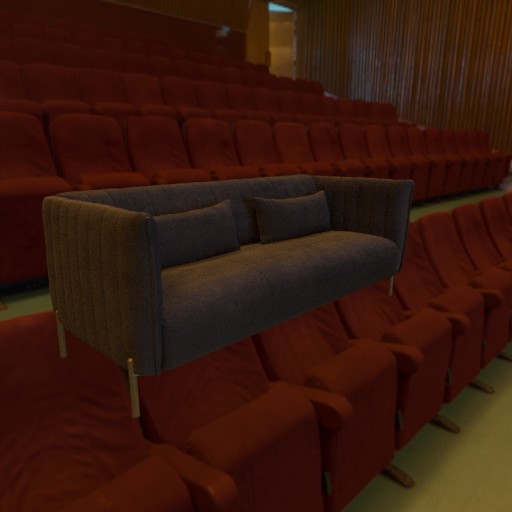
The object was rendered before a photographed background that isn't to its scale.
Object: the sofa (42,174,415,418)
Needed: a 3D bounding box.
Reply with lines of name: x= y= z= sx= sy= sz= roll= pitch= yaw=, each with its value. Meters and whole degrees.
sofa: x=0.000 y=0.000 z=2.445 sx=0.876 sy=0.780 sz=1.980 roll=14 pitch=20 yaw=43
